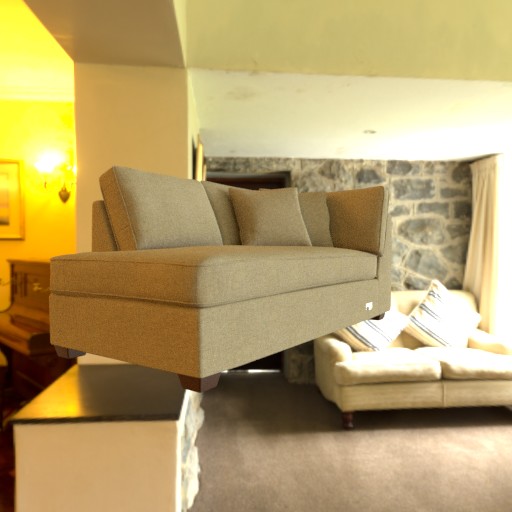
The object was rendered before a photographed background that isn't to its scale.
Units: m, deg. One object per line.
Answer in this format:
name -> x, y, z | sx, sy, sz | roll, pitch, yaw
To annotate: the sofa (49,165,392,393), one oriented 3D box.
sofa -> 0.000, 0.000, 2.868 | 1.110, 1.019, 2.238 | 1, 2, 36
